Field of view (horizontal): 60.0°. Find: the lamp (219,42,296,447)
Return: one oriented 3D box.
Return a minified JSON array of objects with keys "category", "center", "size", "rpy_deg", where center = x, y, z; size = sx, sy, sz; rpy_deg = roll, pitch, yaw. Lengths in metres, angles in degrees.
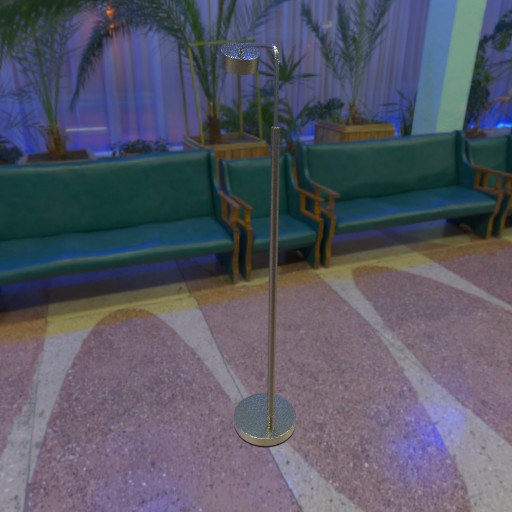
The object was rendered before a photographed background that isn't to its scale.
[{"category":"lamp","center":[0.000,0.000,1.433],"size":[0.222,1.250,0.421],"rpy_deg":[-8,26,-17]}]
